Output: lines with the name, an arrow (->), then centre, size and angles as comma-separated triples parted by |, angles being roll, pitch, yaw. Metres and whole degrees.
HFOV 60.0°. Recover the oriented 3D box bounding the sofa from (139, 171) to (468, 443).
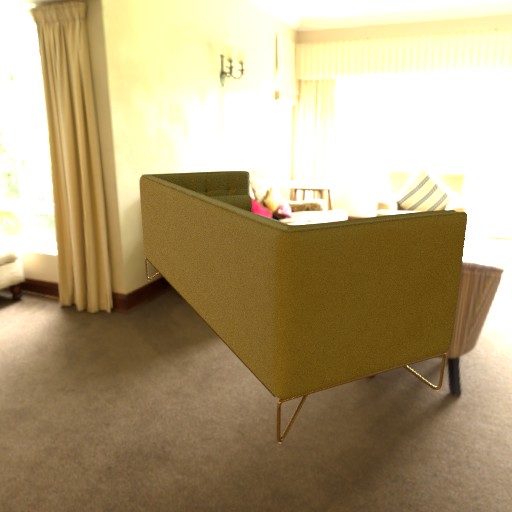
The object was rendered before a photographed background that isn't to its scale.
sofa -> 0.000, 0.000, 2.534 | 0.867, 0.789, 2.087 | -8, 18, -25
